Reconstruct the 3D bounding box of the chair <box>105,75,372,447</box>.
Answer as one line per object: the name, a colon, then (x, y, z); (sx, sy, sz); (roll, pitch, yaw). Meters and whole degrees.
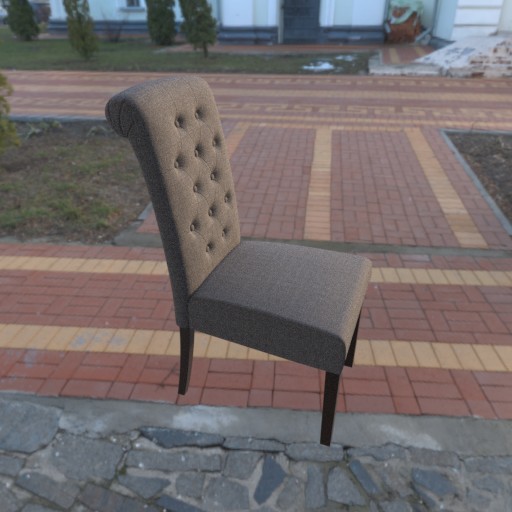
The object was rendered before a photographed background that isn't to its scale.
chair: (0.000, 0.000, 1.380); (0.671, 1.006, 0.456); (11, 31, 18)
